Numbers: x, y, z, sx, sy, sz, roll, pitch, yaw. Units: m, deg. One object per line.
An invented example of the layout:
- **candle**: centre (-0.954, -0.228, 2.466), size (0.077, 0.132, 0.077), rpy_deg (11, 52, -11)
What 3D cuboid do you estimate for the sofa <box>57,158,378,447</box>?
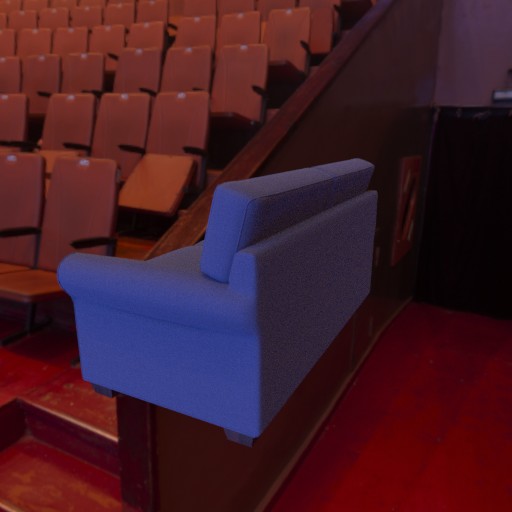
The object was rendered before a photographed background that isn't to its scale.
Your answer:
- **sofa**: centre (0.000, 0.000, 2.516), size (0.940, 1.020, 1.930), rpy_deg (8, 17, 26)
